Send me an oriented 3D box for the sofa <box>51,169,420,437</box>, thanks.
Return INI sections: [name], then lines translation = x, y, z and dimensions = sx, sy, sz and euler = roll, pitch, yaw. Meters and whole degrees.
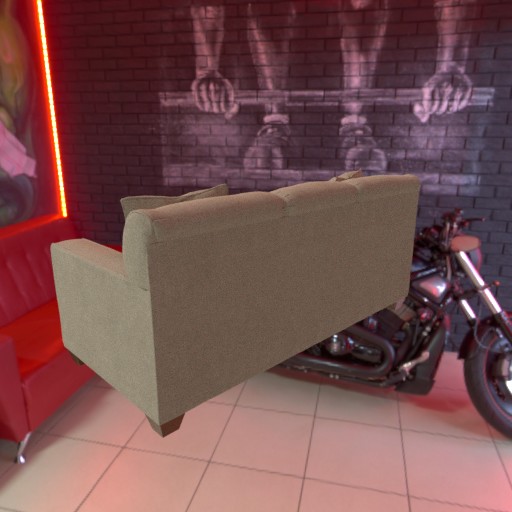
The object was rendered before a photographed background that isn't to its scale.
[sofa]
translation = 0.000, 0.000, 2.608
dimensions = 2.024, 0.958, 0.997
euler = -15, 22, -42
